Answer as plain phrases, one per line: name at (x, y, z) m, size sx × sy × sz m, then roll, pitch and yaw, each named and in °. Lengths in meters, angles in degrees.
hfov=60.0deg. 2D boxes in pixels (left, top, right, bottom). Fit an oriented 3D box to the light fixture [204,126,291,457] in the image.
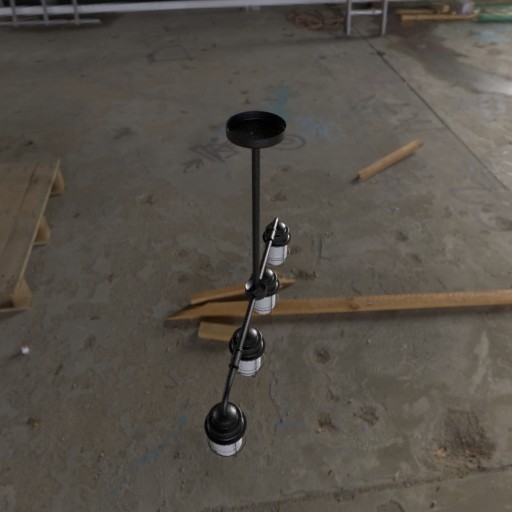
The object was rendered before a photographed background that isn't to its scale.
light fixture at (0.000, 0.000, 1.228) m, size 0.131 × 0.785 × 0.852 m, roll 8°, pitch 44°, yaw 9°
